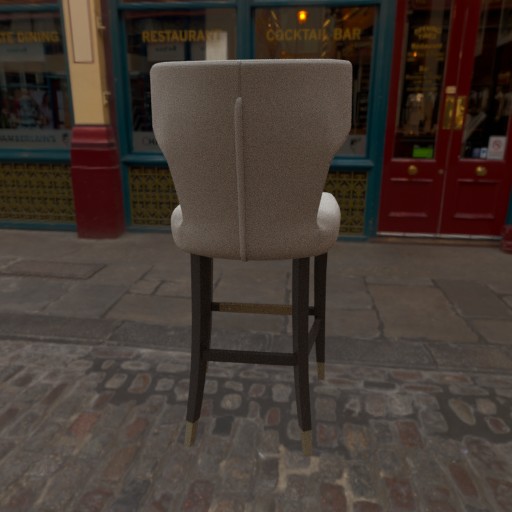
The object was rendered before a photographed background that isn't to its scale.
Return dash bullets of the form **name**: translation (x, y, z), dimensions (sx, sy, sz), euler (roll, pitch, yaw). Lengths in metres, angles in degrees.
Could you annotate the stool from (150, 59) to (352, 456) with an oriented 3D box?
- **stool**: translation (0.000, 0.000, 1.401), dimensions (0.526, 1.092, 0.563), euler (2, 16, 6)
